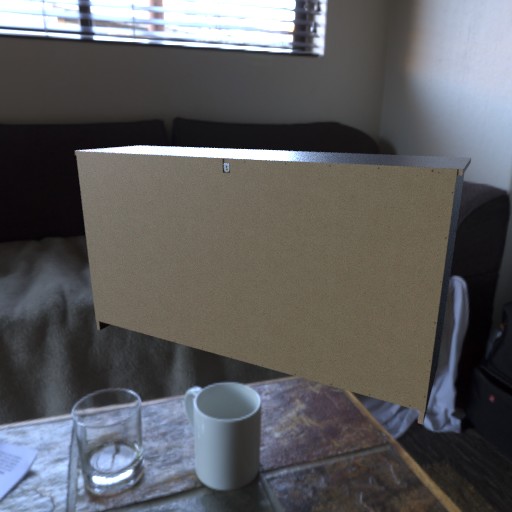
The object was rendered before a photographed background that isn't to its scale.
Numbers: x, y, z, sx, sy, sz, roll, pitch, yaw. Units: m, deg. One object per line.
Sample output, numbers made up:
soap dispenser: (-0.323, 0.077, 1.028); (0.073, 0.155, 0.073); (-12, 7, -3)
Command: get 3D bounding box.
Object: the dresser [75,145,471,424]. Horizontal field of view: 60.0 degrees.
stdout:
dresser: (0.000, 0.000, 1.672); (1.360, 0.755, 0.401); (9, 19, 26)
